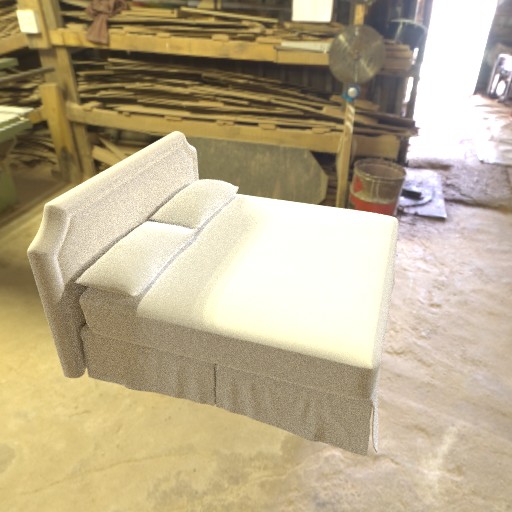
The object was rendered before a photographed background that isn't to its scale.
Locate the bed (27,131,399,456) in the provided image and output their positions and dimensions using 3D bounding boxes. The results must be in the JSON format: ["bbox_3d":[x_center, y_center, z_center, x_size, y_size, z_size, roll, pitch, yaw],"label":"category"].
[{"bbox_3d":[0.000,0.000,3.433,2.204,1.301,2.160,10,33,16],"label":"bed"}]
